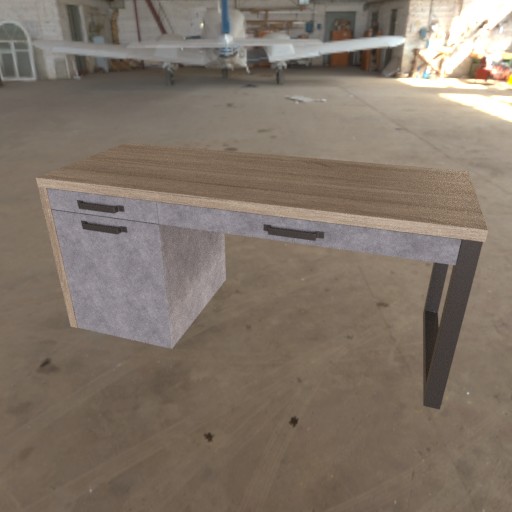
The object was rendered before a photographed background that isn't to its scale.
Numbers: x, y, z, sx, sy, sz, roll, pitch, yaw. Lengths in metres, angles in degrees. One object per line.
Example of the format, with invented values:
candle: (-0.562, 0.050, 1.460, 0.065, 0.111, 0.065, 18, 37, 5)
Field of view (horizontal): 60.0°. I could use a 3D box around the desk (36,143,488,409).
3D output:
desk: (0.000, 0.000, 2.028, 1.700, 0.760, 0.690, 9, 28, 16)
